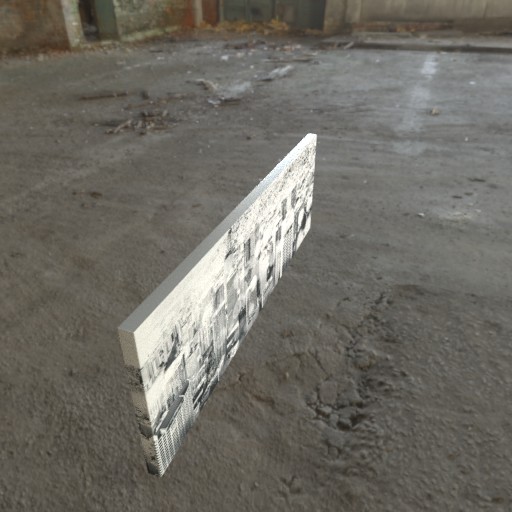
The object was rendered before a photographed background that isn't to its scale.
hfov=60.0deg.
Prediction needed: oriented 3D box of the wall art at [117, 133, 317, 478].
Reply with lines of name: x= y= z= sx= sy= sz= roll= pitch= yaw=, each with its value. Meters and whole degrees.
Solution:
wall art: x=0.000 y=0.000 z=1.658 sx=0.044 sy=0.507 sz=1.520 roll=11 pitch=33 yaw=18
